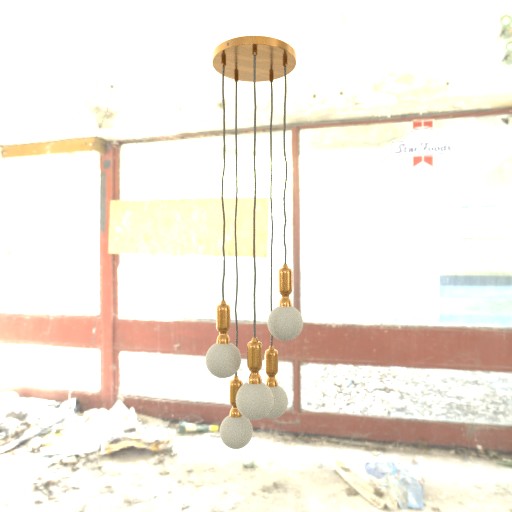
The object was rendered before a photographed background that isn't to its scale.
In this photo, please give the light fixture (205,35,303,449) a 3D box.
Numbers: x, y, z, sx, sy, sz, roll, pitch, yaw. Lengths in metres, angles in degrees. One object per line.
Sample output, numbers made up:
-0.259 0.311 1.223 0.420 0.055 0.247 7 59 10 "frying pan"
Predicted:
0.000 0.000 0.507 0.108 0.457 0.105 -1 -1 35 "light fixture"
